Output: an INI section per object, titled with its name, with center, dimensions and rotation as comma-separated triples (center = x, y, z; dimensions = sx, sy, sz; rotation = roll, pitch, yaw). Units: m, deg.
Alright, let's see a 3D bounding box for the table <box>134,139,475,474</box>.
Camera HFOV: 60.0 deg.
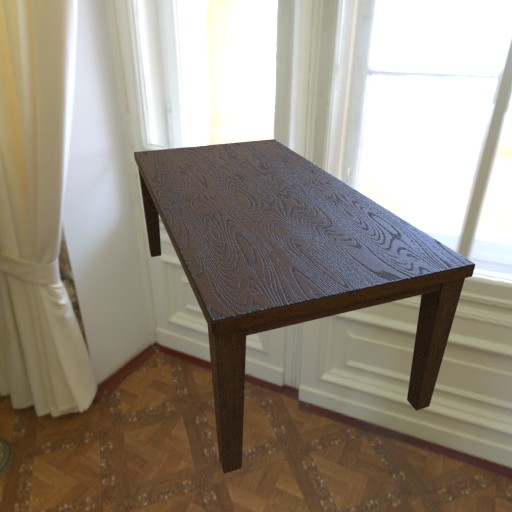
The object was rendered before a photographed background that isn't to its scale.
[table]
center = 0.000, 0.000, 2.491
dimensions = 1.016, 0.762, 1.981
rotation = -10, 30, -18
